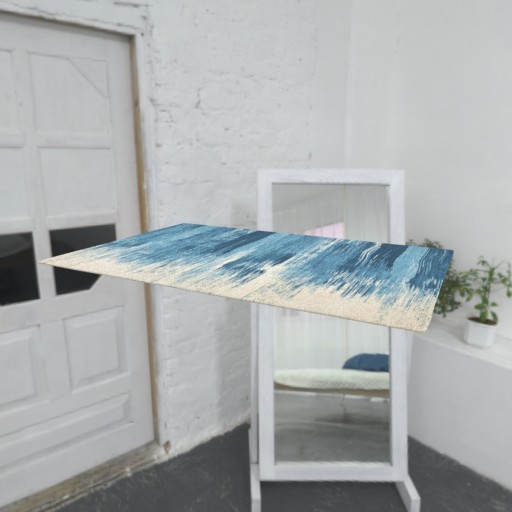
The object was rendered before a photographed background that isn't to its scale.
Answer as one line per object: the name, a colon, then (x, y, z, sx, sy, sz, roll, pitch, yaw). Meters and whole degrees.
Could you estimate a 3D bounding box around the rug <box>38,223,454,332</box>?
rug: (0.000, 0.000, 2.326, 1.836, 0.009, 1.232, 7, 16, 26)
